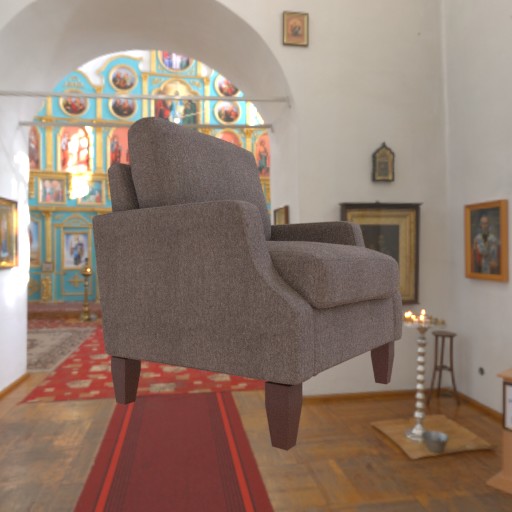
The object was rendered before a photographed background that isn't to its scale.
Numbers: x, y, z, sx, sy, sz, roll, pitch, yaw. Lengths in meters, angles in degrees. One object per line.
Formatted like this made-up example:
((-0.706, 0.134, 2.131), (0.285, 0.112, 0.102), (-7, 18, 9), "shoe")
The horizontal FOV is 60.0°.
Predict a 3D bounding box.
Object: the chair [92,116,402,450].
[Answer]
((0.000, 0.000, 1.652), (0.897, 0.993, 0.855), (-1, -1, 35), "chair")
